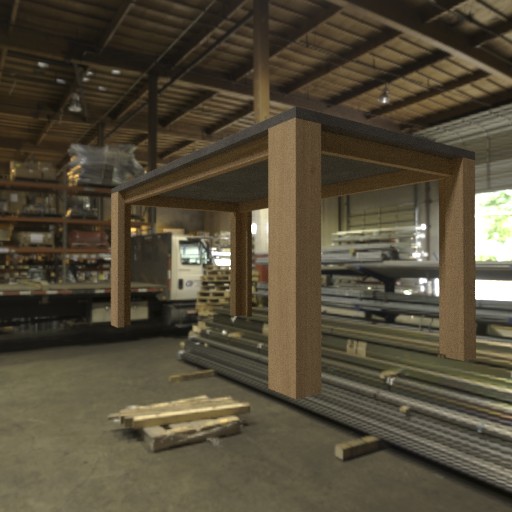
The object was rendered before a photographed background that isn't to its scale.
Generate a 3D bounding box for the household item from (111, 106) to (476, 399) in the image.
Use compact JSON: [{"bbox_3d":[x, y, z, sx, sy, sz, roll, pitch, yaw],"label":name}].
[{"bbox_3d":[0.000,0.000,2.040,0.850,0.755,1.600,0,-1,-34],"label":"household item"}]
